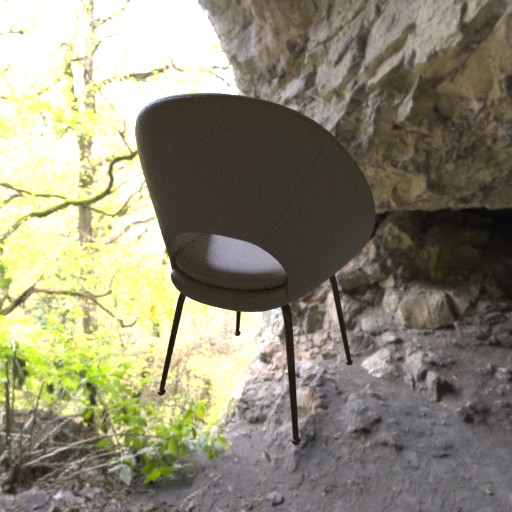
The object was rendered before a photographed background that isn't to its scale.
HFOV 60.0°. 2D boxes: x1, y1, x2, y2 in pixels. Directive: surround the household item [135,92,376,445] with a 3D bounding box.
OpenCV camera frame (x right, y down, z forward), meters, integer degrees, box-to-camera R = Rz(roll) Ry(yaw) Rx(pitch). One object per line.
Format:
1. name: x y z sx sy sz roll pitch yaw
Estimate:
1. household item: 0.000 0.000 1.272 0.623 0.852 0.573 9 19 28
